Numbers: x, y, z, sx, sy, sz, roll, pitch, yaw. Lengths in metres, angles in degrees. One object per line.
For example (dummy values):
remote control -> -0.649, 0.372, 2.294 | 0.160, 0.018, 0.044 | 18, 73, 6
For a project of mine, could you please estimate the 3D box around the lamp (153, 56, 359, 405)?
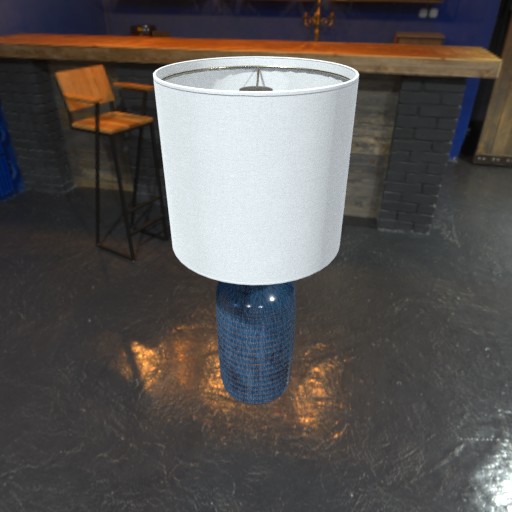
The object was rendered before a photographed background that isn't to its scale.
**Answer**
lamp -> 0.000, 0.000, 0.608 | 0.220, 0.475, 0.220 | 8, 33, 13
